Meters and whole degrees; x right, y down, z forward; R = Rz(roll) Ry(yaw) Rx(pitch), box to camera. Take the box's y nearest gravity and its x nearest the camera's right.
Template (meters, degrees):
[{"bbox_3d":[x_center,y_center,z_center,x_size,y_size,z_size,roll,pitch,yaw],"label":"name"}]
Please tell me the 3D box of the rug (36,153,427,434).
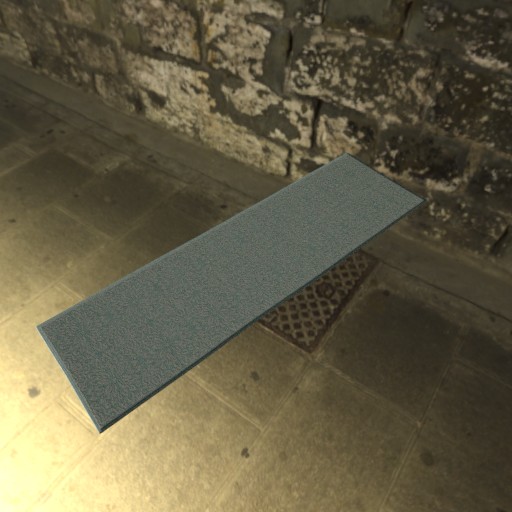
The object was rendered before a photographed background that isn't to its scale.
[{"bbox_3d":[0.000,0.000,2.418,2.196,0.011,0.662,-32,56,-25],"label":"rug"}]
